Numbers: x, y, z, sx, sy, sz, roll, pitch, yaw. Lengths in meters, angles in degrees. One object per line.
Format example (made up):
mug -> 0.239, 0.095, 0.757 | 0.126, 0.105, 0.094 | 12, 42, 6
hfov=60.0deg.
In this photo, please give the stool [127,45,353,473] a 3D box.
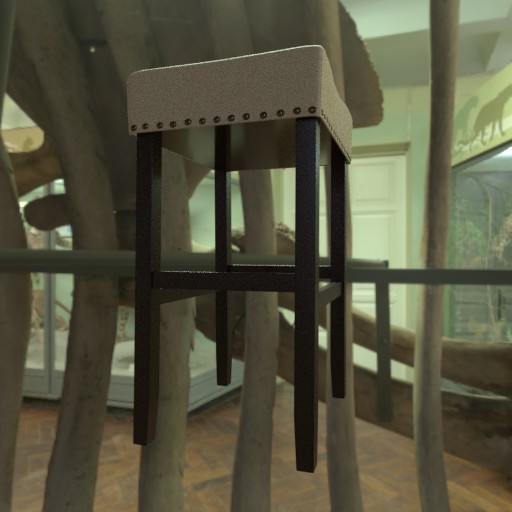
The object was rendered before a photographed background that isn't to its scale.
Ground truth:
stool -> 0.000, 0.000, 1.049 | 0.401, 0.762, 0.471 | 0, 1, 19
